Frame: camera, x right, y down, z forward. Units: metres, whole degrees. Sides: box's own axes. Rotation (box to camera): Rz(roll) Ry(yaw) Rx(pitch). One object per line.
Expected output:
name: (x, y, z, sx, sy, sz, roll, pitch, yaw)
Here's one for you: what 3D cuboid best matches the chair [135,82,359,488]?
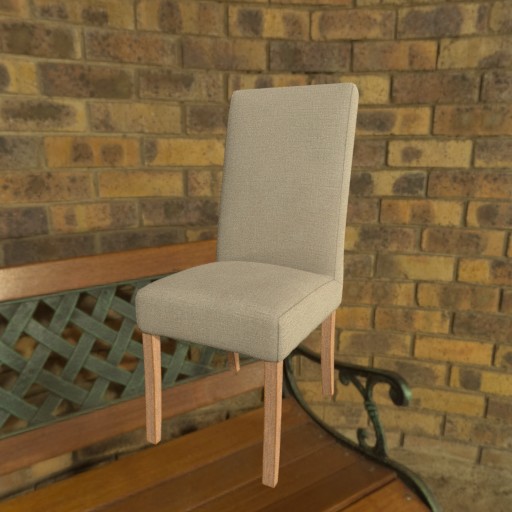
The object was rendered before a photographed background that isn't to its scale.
chair: (0.000, 0.000, 1.349, 0.450, 1.033, 0.611, 7, 15, 26)
